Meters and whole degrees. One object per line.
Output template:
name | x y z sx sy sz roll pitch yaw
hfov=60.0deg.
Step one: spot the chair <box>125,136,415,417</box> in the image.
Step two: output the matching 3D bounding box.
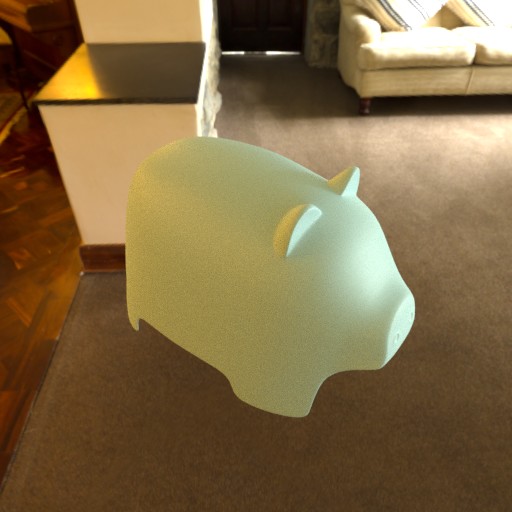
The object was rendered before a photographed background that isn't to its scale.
chair | 0.000 0.000 0.866 0.619 0.423 0.364 27 47 28
